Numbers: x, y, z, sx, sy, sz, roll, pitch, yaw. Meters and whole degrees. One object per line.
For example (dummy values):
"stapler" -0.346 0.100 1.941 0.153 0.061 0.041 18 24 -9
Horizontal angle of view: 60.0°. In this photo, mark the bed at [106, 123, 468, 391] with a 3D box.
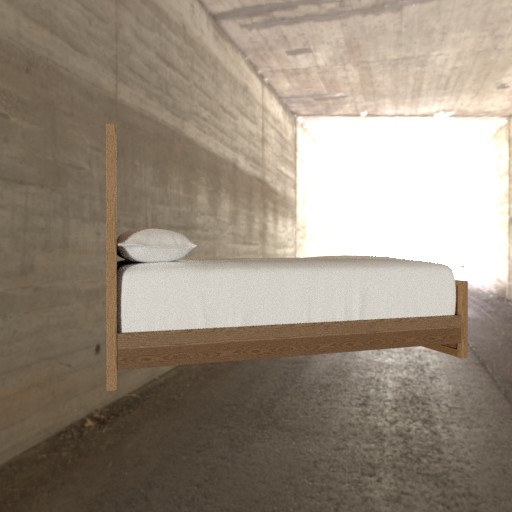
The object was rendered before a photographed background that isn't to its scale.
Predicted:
"bed" 0.000 0.000 3.438 2.184 1.295 2.013 0 0 -18
